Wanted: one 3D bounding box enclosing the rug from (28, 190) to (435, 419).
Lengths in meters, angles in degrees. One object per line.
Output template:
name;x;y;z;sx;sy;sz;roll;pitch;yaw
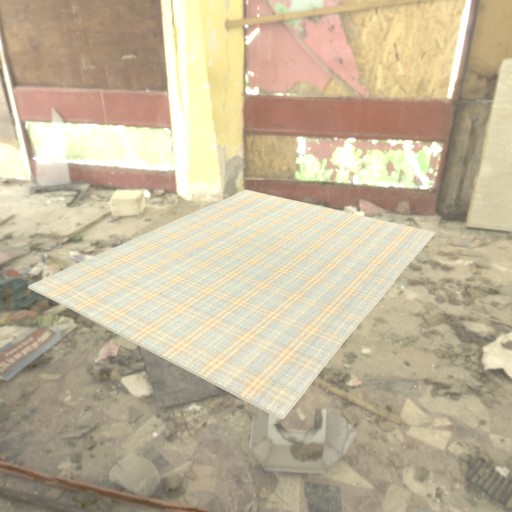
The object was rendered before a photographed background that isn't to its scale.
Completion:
rug;0.000;0.000;4.134;2.462;0.030;3.066;17;31;31
